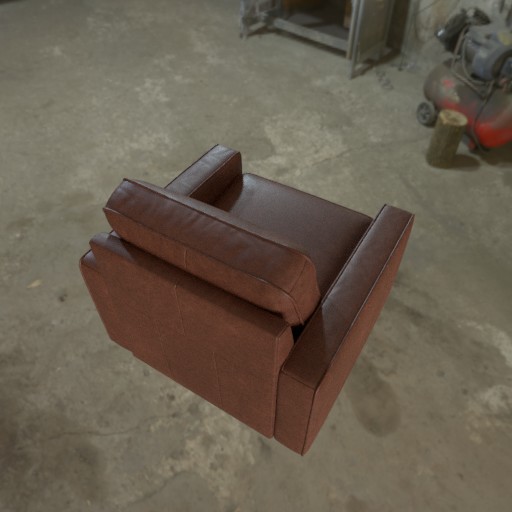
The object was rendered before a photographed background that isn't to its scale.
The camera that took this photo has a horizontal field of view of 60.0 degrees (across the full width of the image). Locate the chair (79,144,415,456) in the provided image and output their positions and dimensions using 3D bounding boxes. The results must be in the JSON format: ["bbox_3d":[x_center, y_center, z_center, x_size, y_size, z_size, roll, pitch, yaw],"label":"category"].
[{"bbox_3d":[0.000,0.000,1.804,1.017,0.919,0.940,24,52,21],"label":"chair"}]
